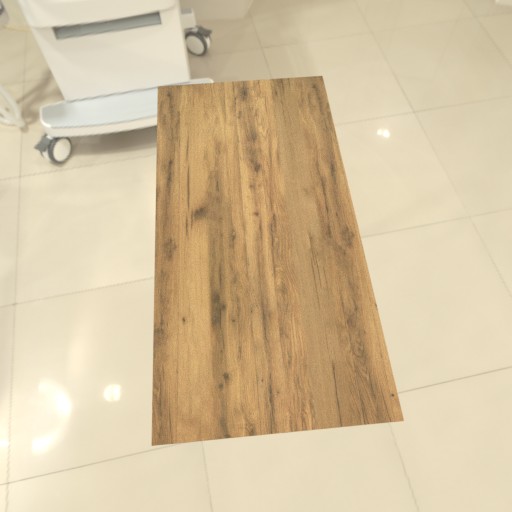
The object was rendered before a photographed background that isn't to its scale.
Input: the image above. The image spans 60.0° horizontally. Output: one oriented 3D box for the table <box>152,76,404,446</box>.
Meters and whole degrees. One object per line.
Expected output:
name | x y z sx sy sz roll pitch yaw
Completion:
table | 0.000 0.000 2.552 1.000 0.770 2.000 -5 62 -2
